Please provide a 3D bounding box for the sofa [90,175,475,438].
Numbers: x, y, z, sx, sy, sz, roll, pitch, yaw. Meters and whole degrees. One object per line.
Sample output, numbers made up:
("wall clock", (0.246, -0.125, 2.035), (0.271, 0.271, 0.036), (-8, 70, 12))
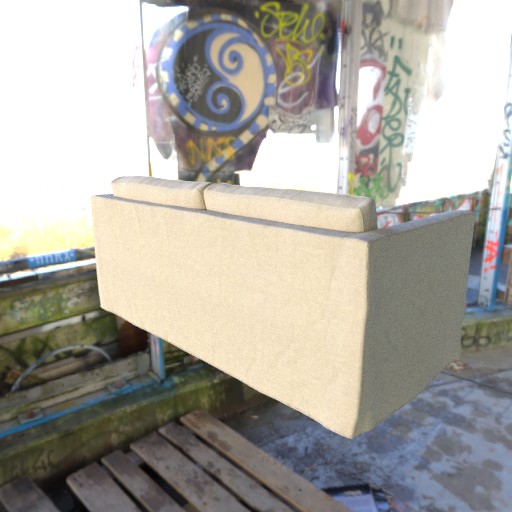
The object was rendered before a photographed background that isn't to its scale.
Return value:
("sofa", (0.000, 0.000, 2.417), (1.959, 0.835, 0.962), (14, 19, 43))
